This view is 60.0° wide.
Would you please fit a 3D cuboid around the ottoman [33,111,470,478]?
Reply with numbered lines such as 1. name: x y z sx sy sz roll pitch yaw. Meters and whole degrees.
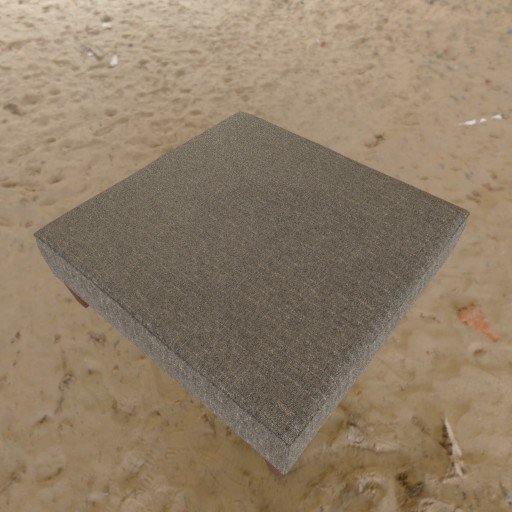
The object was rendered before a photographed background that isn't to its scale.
1. ottoman: 0.000 0.000 1.498 1.016 0.379 0.981 32 55 26
